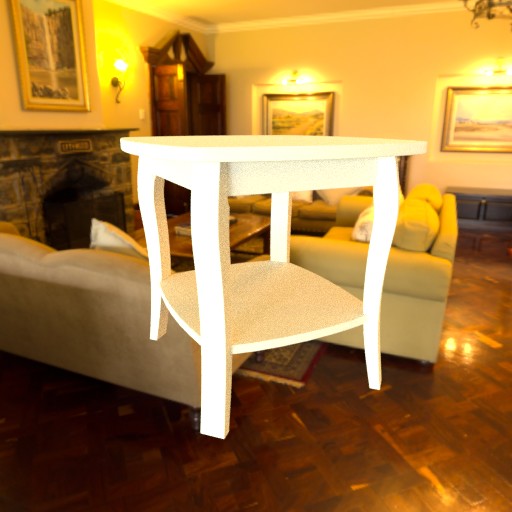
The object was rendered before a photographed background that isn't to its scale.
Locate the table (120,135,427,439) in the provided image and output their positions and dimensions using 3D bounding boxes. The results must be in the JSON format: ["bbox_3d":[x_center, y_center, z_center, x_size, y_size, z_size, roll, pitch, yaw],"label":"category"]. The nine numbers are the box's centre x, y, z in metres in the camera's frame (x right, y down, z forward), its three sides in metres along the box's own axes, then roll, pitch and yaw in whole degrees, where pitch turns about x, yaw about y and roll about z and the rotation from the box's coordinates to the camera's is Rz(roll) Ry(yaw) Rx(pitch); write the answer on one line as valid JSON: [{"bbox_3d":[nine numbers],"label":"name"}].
[{"bbox_3d":[0.000,0.000,0.856,0.451,0.438,0.502,-8,18,-24],"label":"table"}]
